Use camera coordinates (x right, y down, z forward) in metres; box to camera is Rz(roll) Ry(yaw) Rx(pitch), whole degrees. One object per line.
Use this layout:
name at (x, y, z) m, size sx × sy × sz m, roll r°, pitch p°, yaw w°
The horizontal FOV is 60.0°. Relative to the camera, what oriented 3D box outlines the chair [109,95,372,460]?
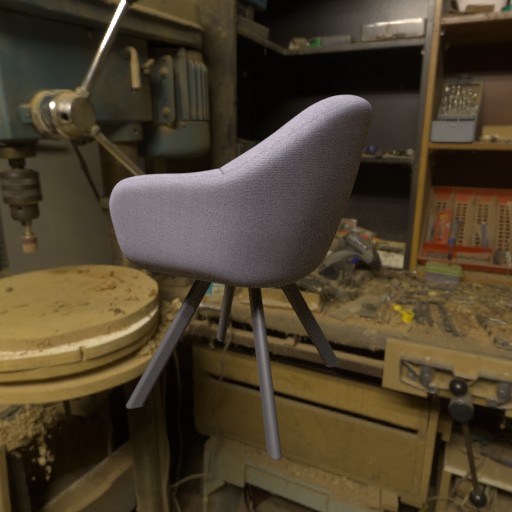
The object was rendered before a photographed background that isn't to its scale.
chair at (0.000, 0.000, 1.185) m, size 0.550 × 0.795 × 0.590 m, roll 8°, pitch 18°, yaw 26°
